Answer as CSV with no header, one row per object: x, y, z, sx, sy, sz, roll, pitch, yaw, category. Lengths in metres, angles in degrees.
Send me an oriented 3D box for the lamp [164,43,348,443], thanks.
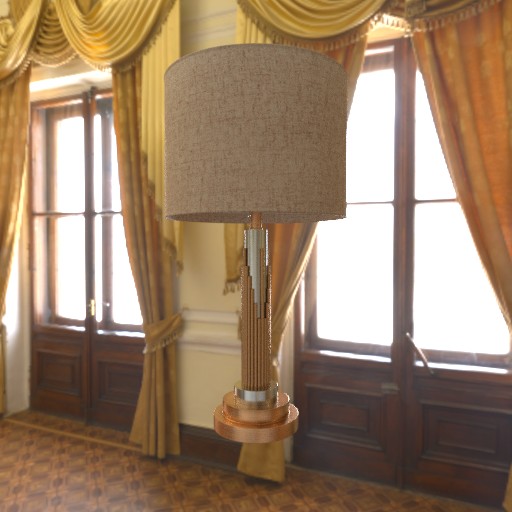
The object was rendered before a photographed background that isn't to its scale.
0.000,0.000,0.795,0.321,0.610,0.321,1,2,36,lamp
